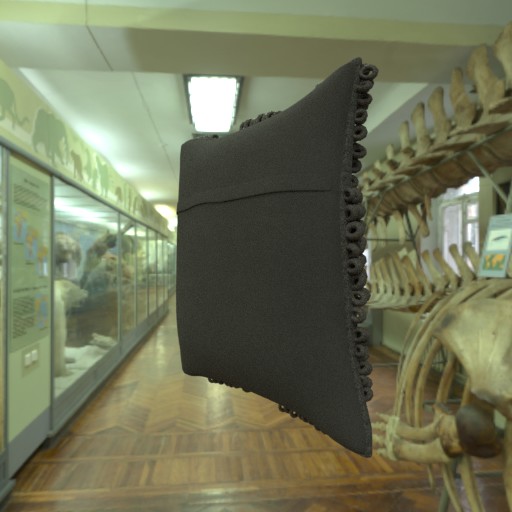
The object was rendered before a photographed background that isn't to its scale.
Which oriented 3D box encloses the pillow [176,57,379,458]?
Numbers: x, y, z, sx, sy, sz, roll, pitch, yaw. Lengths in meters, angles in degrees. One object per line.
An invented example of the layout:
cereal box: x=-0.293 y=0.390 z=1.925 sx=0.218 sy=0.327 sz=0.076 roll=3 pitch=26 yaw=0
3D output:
pillow: x=0.000 y=0.000 z=0.702 sx=0.172 sy=0.467 sz=0.470 roll=0 pitch=-1 yaw=-36
